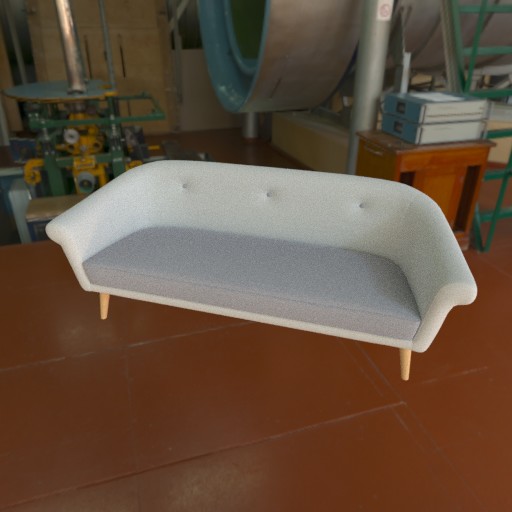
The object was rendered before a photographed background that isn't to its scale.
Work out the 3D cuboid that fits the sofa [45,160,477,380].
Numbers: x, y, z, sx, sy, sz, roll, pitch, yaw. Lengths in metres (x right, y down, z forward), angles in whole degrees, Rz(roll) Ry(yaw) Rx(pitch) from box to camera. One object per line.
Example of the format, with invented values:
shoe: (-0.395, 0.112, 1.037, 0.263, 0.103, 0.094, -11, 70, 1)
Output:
sofa: (0.000, 0.000, 2.532, 2.160, 0.795, 0.827, 8, 30, 15)
